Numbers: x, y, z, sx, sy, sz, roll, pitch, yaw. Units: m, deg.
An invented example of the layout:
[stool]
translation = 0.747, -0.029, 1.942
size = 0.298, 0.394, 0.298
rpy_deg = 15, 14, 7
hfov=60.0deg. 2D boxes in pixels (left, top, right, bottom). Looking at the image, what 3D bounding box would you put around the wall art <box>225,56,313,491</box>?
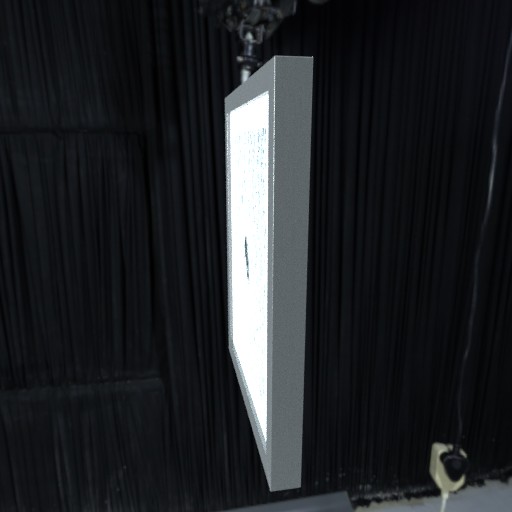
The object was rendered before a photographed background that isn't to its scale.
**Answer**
[wall art]
translation = 0.000, 0.000, 0.519
size = 0.030, 0.379, 0.308
rpy_deg = -3, 14, -10
